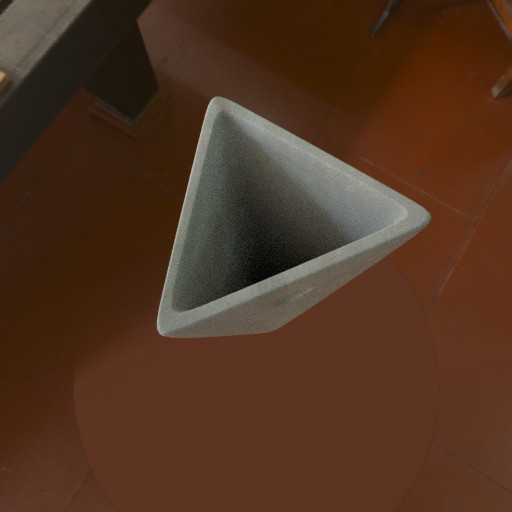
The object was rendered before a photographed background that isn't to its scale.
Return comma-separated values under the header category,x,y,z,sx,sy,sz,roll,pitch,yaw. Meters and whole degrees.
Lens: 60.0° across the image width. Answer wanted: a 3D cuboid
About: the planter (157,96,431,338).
category,x,y,z,sx,sy,sz,roll,pitch,yaw
planter,0.000,0.000,0.265,0.101,0.224,0.081,-23,77,-6
